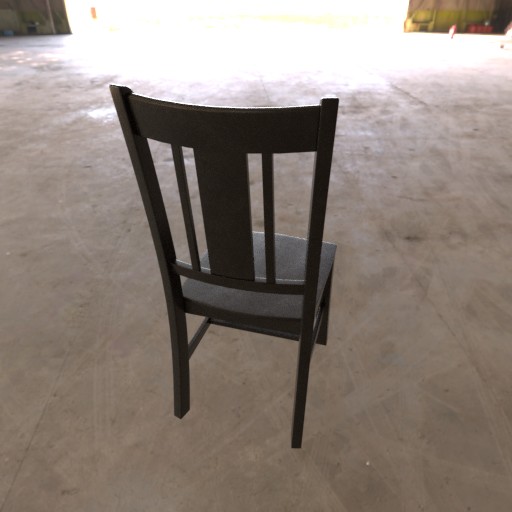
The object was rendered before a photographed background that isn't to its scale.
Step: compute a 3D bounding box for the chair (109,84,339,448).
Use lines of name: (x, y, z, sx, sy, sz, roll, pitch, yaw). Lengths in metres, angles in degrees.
chair: (0.000, 0.000, 1.276, 0.450, 0.998, 0.555, 9, 32, 14)
